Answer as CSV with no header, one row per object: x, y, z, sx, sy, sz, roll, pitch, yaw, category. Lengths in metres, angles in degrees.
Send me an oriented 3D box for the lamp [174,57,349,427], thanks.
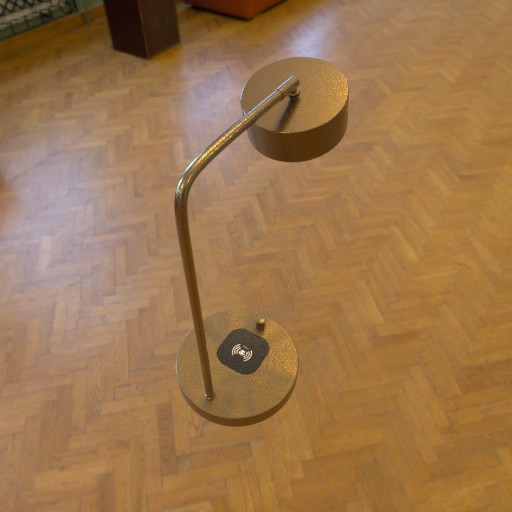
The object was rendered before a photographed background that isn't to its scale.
0.000,0.000,0.526,0.171,0.380,0.270,24,51,21,lamp
